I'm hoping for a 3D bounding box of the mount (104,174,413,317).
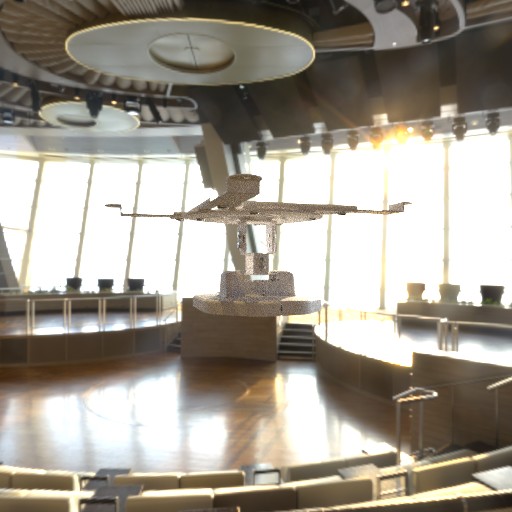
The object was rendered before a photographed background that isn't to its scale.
[{"bbox_3d":[0.000,0.000,0.603,0.394,0.141,0.394,0,-1,-18],"label":"mount"}]
